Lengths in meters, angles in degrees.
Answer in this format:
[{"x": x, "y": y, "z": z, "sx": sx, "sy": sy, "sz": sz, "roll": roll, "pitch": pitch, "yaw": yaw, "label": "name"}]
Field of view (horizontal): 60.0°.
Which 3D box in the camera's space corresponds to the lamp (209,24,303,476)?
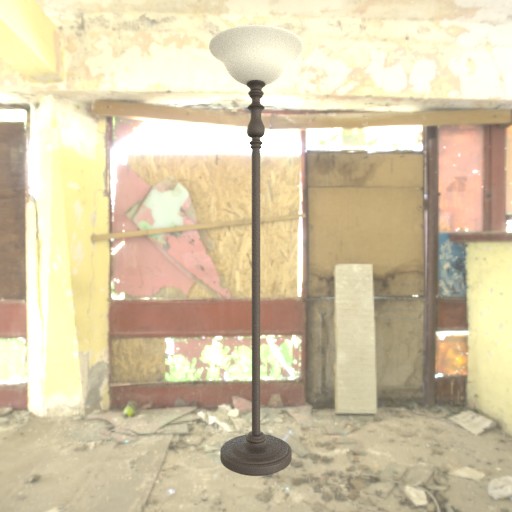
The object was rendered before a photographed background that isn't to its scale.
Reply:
[{"x": 0.000, "y": 0.000, "z": 1.933, "sx": 0.405, "sy": 1.797, "sz": 0.405, "roll": 0, "pitch": 1, "yaw": 18, "label": "lamp"}]
